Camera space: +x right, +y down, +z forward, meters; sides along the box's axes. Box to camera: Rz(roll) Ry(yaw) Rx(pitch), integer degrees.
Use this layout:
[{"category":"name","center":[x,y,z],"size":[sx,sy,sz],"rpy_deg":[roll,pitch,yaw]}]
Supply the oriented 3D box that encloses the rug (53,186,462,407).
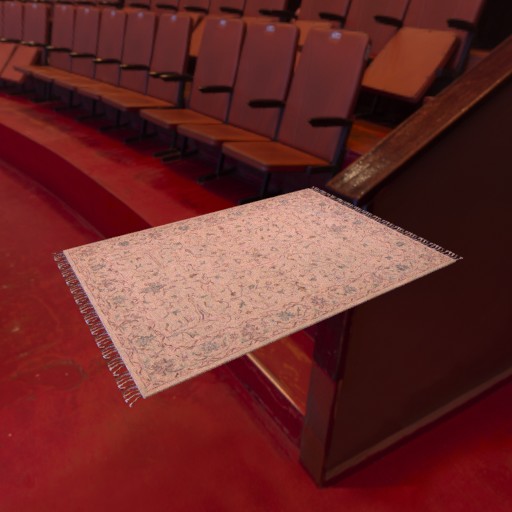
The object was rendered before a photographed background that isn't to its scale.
[{"category":"rug","center":[0.000,0.000,2.342],"size":[1.802,0.008,1.247],"rpy_deg":[-18,34,-28]}]
